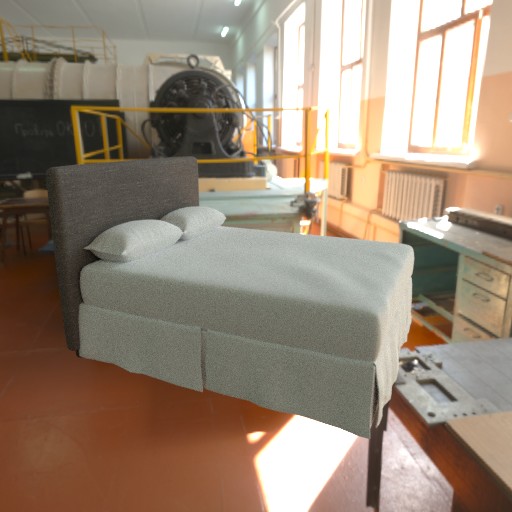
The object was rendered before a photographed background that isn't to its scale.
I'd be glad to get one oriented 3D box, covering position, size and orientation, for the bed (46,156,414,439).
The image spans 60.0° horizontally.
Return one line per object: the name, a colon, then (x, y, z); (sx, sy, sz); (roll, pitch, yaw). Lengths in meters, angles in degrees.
bed: (0.000, 0.000, 3.232); (2.142, 1.330, 1.723); (7, 17, 24)
